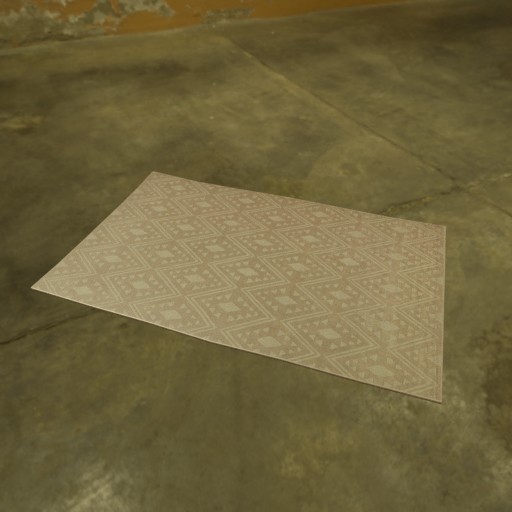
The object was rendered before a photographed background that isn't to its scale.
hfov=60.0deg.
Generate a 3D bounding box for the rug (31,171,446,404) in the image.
[{"bbox_3d":[0.000,0.000,3.004,2.430,0.053,1.553,12,41,14],"label":"rug"}]
